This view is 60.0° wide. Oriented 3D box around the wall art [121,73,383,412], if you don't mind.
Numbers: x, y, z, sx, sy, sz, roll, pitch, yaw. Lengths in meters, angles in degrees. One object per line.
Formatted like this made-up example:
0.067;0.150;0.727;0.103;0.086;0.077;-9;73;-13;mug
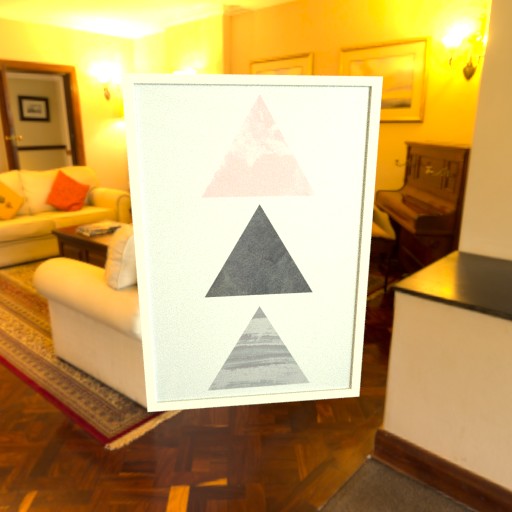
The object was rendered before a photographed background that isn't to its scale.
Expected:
0.000;0.000;0.864;0.456;0.656;0.013;-2;16;-7;wall art
